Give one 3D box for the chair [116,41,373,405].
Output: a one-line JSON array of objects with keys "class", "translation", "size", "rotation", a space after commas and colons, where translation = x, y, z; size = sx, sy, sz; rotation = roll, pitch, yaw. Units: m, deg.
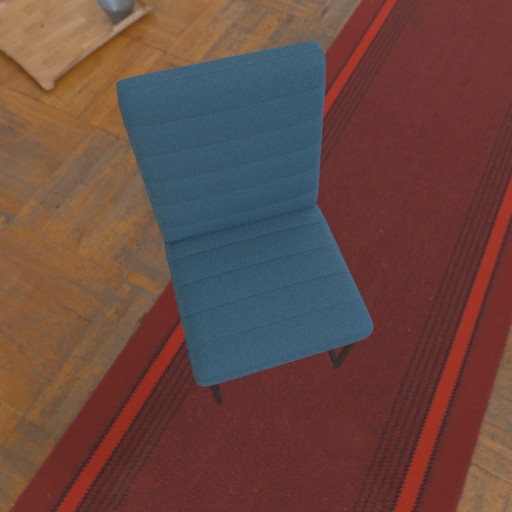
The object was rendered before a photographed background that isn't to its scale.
[{"class": "chair", "translation": [0.000, 0.000, 1.323], "size": [0.520, 0.930, 0.634], "rotation": [-15, 63, -8]}]
